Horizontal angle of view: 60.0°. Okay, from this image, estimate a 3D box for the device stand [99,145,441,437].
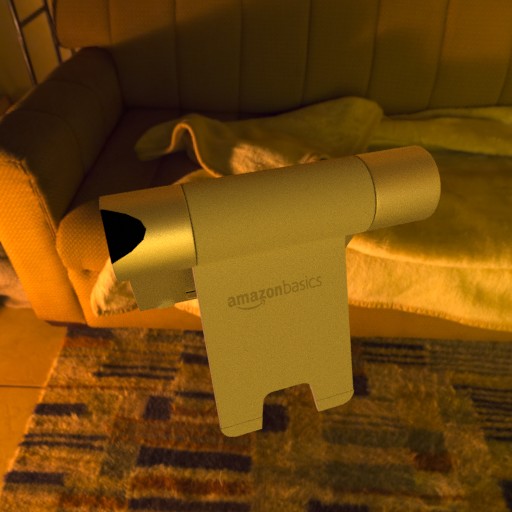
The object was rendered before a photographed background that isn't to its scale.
[{"bbox_3d":[0.000,0.000,0.151,0.086,0.084,0.079,-12,43,-13],"label":"device stand"}]
